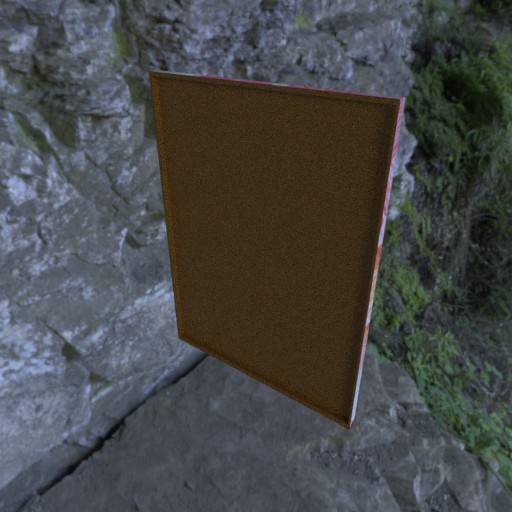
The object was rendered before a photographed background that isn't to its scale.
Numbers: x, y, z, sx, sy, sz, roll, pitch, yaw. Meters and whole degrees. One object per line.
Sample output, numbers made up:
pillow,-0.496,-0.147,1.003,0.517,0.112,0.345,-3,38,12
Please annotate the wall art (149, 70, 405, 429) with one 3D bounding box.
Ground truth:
wall art,0.000,0.000,1.374,0.762,1.015,0.031,20,35,31
